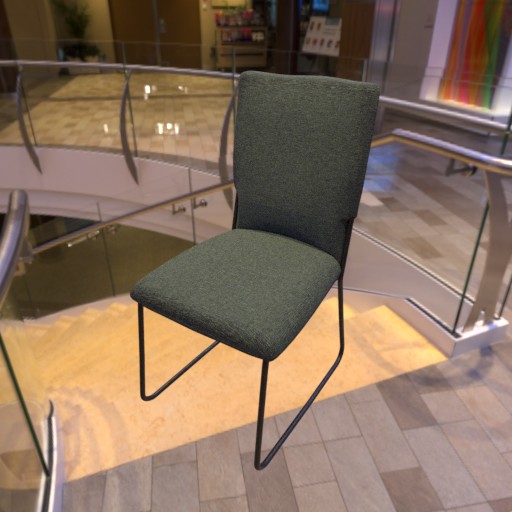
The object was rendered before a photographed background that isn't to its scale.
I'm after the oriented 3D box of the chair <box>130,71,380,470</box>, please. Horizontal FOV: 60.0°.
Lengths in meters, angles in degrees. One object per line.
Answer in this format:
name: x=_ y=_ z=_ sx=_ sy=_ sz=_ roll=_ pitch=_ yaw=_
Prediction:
chair: x=0.000 y=0.000 z=1.291 sx=0.480 sy=0.931 sz=0.635 roll=18 pitch=34 yaw=29
